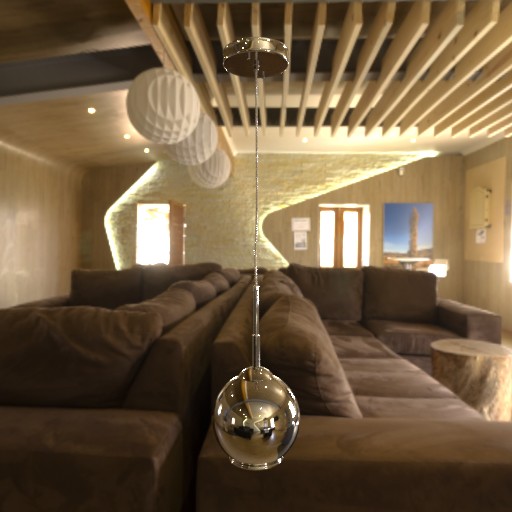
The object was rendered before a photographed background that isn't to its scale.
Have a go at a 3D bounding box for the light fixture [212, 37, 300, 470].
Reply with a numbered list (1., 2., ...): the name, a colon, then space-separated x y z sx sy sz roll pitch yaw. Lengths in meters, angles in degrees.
1. light fixture: 0.000 0.000 1.685 0.336 1.538 0.336 0 1 18
